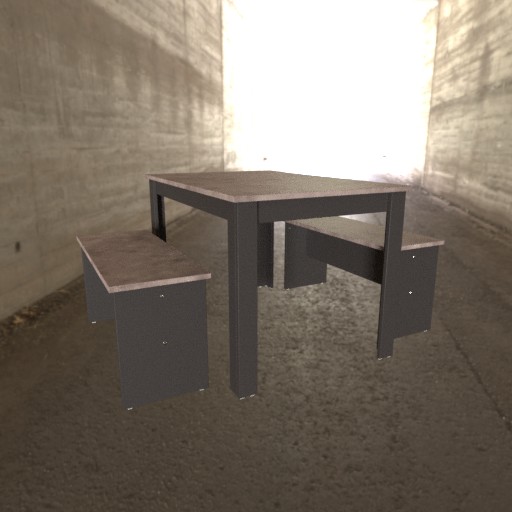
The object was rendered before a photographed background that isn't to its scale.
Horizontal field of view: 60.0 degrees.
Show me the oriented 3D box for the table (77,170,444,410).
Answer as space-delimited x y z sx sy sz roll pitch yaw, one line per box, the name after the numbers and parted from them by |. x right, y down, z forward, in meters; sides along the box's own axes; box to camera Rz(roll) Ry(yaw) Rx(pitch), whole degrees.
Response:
0.000 0.000 2.043 1.443 0.700 1.100 -7 16 -26 | table
